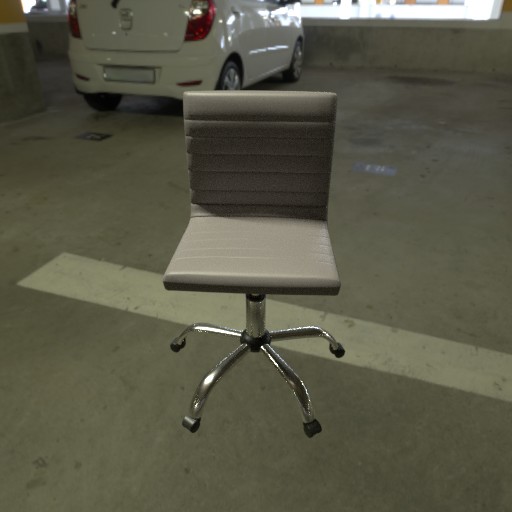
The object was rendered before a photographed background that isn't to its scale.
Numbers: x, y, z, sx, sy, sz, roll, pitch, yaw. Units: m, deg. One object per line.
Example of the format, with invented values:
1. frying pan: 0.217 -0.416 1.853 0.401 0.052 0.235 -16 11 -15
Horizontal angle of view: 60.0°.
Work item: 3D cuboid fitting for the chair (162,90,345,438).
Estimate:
1. chair: 0.000 0.000 1.173 0.556 0.780 0.530 2 30 3
